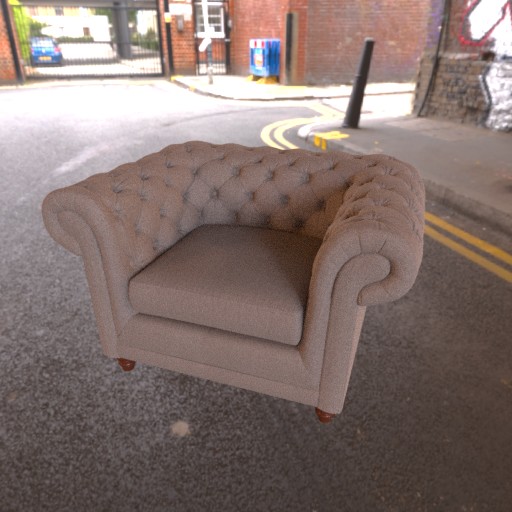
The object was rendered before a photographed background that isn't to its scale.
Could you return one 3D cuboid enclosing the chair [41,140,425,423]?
[{"bbox_3d":[0.000,0.000,1.869,1.270,0.770,0.976,9,27,17],"label":"chair"}]
